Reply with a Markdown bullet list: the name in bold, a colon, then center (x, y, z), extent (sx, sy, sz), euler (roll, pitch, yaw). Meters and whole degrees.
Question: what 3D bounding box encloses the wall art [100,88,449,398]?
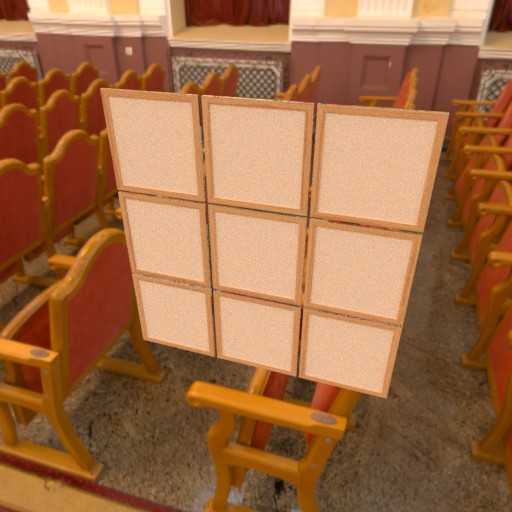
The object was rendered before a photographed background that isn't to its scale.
- **wall art**: center (0.000, 0.000, 1.789), extent (1.206, 1.218, 0.013), euler (10, 32, 16)
